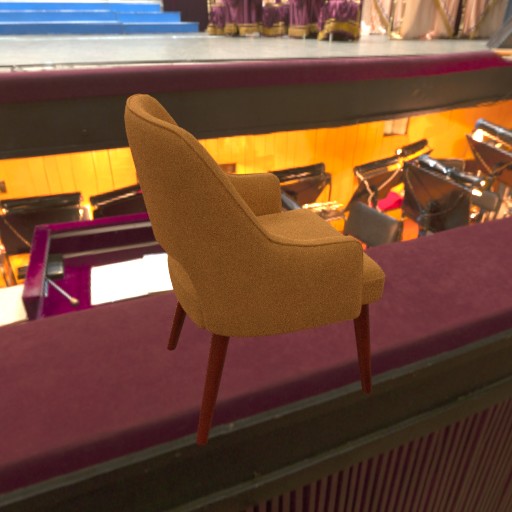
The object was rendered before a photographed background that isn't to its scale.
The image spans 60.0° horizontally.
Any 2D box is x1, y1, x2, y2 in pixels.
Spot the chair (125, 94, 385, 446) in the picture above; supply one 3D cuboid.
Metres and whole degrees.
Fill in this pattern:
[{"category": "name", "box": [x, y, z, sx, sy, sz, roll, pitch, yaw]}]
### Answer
[{"category": "chair", "box": [0.000, 0.000, 1.239, 0.605, 0.849, 0.548, -11, 31, -18]}]
